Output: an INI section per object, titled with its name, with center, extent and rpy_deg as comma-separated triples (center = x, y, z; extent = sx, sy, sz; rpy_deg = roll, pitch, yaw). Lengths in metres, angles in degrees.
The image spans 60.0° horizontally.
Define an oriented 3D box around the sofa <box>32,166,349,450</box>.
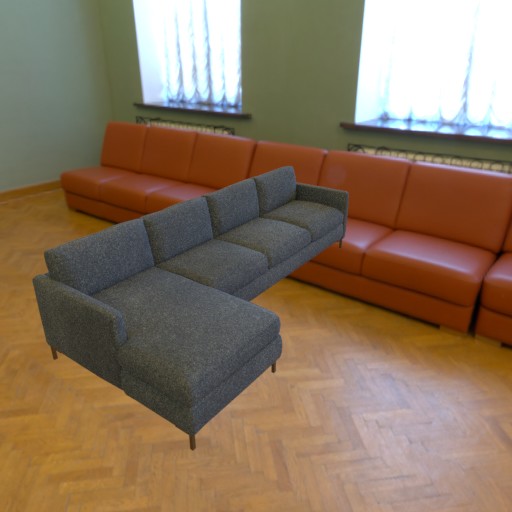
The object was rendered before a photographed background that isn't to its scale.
[sofa]
center = 0.000, 0.000, 3.500
extent = 1.350, 0.810, 2.932
rpy_deg = 17, 29, 32
